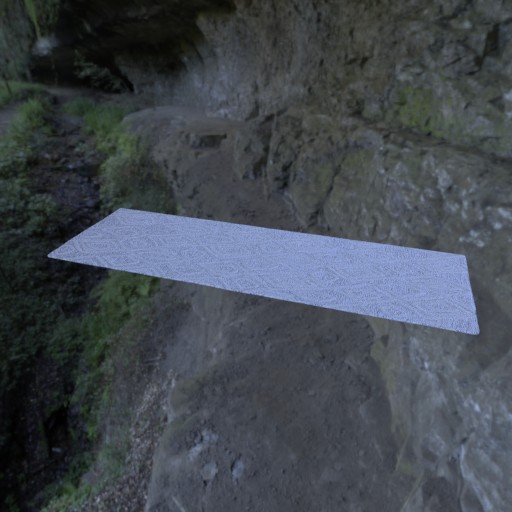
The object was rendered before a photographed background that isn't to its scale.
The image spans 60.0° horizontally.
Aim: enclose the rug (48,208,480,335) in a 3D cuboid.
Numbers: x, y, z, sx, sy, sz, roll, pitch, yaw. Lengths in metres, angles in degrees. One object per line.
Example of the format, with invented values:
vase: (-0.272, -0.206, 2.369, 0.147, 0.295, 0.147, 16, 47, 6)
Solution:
rug: (0.000, 0.000, 2.699, 2.436, 0.013, 0.807, 9, 30, 16)
